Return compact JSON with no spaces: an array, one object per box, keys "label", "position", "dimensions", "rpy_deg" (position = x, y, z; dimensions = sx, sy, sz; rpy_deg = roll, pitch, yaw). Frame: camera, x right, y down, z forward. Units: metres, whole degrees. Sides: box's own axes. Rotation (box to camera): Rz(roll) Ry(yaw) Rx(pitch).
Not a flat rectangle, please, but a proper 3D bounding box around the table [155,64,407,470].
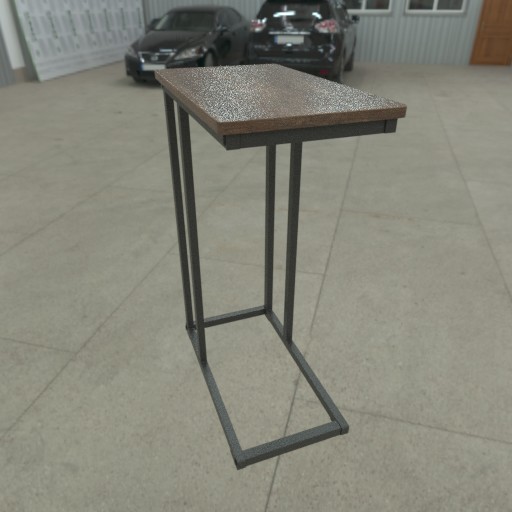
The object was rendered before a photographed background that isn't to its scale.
[{"label":"table","position":[0.000,0.000,0.870],"dimensions":[0.254,0.637,0.450],"rpy_deg":[-11,32,-17]}]
